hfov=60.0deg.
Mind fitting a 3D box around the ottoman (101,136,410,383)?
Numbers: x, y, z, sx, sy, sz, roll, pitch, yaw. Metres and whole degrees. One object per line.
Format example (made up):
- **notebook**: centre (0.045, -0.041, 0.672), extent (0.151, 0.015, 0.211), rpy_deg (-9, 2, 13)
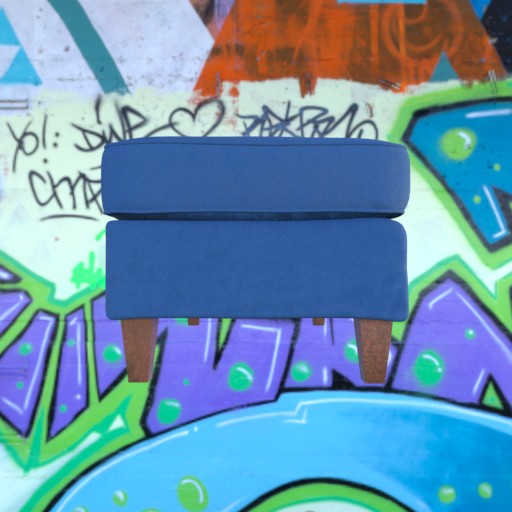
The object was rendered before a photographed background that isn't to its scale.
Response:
- **ottoman**: centre (0.000, 0.000, 1.218), extent (0.583, 0.484, 0.862), rpy_deg (0, -1, 0)
